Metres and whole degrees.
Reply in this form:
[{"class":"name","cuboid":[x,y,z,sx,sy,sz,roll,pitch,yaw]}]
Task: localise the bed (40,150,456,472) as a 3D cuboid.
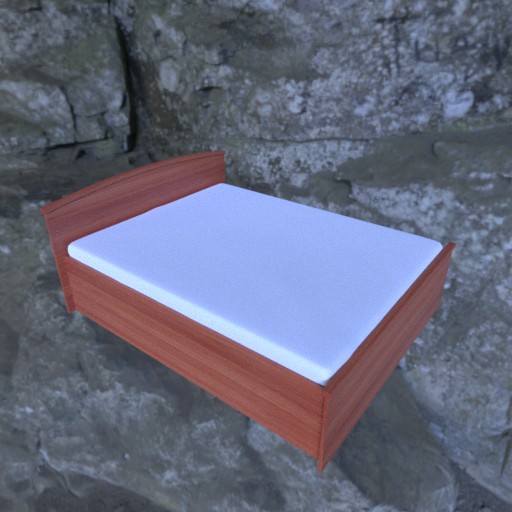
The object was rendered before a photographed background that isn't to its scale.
[{"class":"bed","cuboid":[0.000,0.000,2.933,2.053,0.848,1.683,20,34,32]}]
